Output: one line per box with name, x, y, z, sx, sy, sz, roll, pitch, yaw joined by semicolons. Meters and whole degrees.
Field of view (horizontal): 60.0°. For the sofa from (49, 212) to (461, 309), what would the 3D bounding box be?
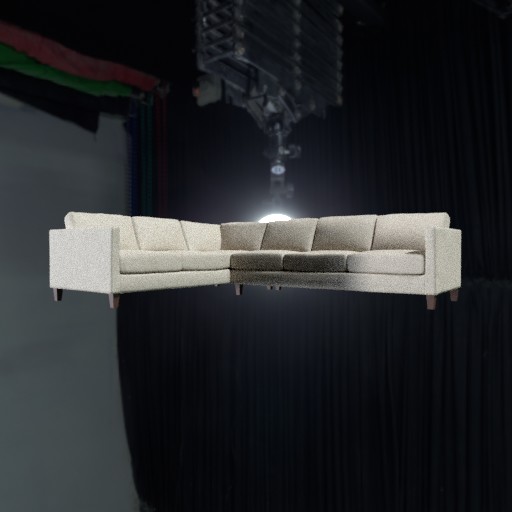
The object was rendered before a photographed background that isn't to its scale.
sofa;0.000;0.000;4.273;3.182;0.863;2.432;0;1;37
